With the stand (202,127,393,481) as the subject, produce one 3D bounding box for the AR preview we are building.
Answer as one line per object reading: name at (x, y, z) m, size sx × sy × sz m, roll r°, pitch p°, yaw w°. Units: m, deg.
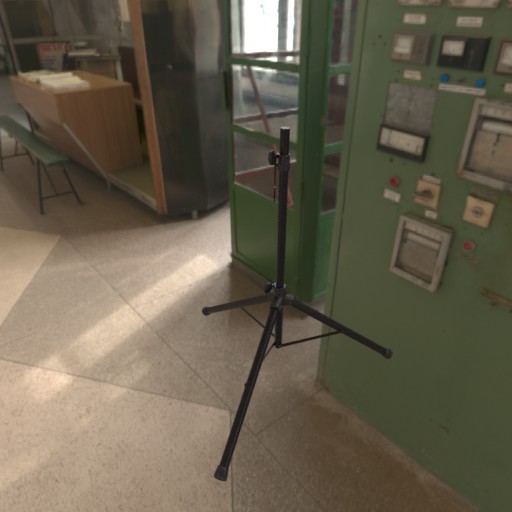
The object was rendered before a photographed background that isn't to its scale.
stand at (0.000, 0.000, 1.886) m, size 1.045 × 1.136 × 0.907 m, roll -21°, pitch 36°, yaw -33°
